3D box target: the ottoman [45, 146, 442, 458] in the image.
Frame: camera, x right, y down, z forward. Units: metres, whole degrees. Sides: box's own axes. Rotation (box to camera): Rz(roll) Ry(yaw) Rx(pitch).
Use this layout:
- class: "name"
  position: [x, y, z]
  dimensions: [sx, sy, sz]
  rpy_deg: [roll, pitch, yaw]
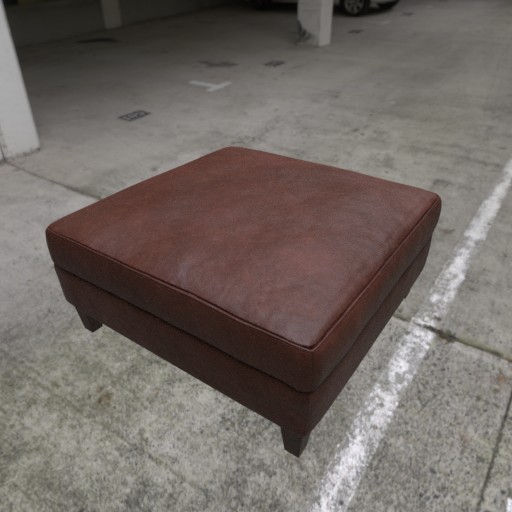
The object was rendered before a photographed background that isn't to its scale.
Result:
- class: "ottoman"
  position: [0.000, 0.000, 1.327]
  dimensions: [0.844, 0.415, 0.836]
  rpy_deg: [21, 38, 29]
